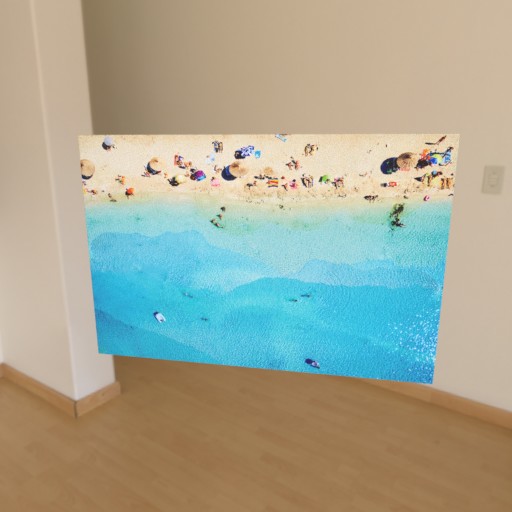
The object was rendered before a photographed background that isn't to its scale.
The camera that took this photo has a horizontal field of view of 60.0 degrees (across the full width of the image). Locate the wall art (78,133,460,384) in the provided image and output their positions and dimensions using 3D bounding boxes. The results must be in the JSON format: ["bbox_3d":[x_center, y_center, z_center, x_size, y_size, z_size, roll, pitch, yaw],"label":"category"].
[{"bbox_3d":[0.000,0.000,1.123,0.894,0.595,0.057,3,14,10],"label":"wall art"}]
